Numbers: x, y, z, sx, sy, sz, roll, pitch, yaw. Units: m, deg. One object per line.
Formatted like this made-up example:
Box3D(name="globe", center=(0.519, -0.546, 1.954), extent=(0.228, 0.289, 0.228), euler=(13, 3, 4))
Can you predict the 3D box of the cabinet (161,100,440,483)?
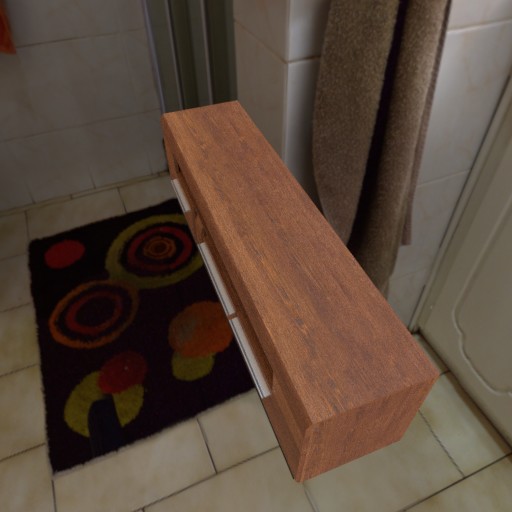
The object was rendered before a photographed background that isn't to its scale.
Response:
Box3D(name="cabinet", center=(0.000, 0.000, 1.811), extent=(0.419, 0.510, 1.600), euler=(-16, 48, -14))
